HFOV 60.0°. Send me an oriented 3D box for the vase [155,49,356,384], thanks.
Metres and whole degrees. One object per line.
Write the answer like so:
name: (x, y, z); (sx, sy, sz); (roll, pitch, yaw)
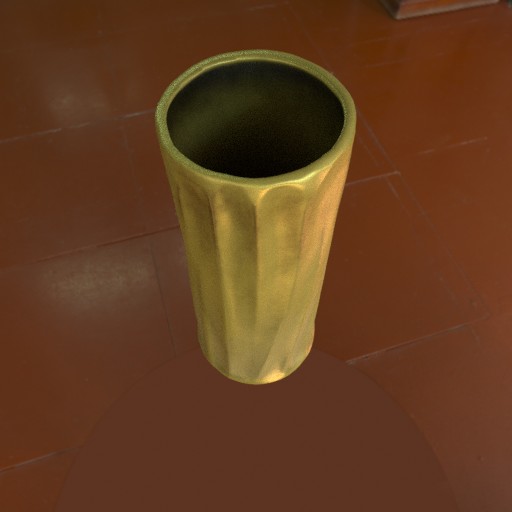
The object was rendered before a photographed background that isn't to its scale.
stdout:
vase: (0.000, 0.000, 0.174); (0.061, 0.143, 0.061); (0, 58, 0)
